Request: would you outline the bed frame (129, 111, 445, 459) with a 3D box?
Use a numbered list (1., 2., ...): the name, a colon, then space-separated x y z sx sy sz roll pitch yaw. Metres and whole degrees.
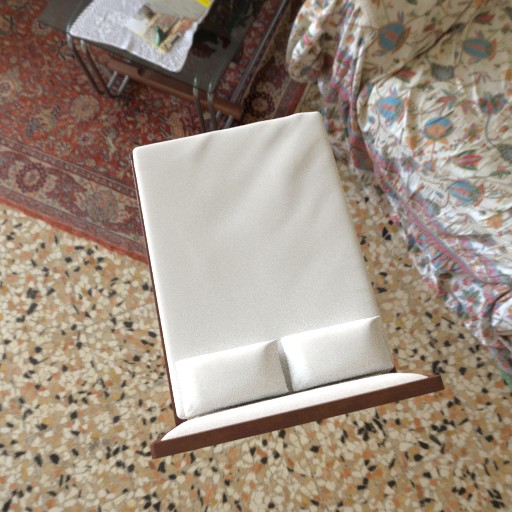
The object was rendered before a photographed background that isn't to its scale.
1. bed frame: 0.000 0.000 3.162 1.587 1.279 2.171 -12 76 -3
